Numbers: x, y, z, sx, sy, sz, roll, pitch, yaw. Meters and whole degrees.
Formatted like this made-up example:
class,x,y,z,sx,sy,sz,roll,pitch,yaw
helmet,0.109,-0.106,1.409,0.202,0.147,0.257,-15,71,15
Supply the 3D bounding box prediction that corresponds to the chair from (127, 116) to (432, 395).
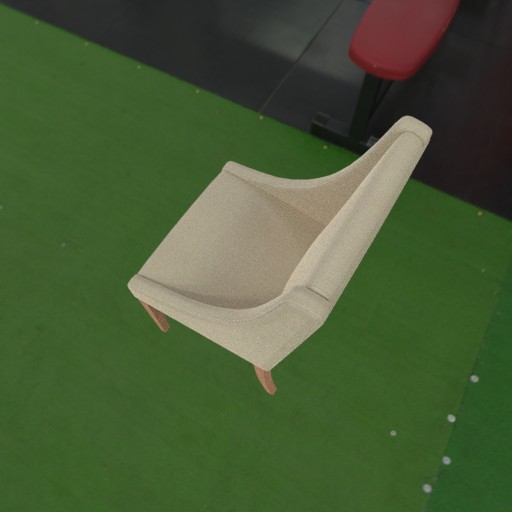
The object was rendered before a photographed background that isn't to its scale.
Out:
class,x,y,z,sx,sy,sz,roll,pitch,yaw
chair,0.000,0.000,1.394,0.611,1.021,0.575,29,67,14
